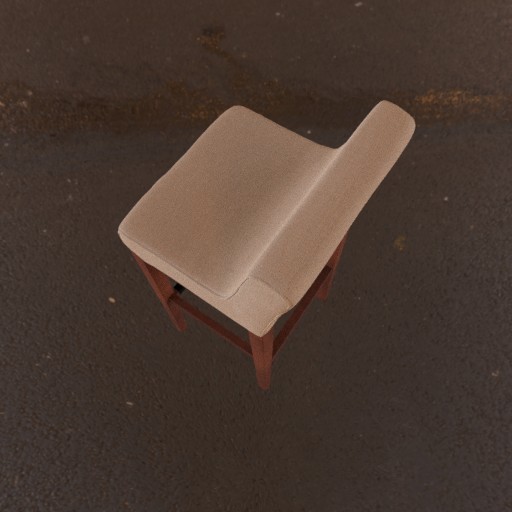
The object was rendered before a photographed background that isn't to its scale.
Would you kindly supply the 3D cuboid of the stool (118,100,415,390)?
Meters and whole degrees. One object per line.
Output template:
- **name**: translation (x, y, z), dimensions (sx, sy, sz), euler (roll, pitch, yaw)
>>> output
- **stool**: translation (0.000, 0.000, 1.339), dimensions (0.500, 1.037, 0.511), euler (31, 67, 15)
